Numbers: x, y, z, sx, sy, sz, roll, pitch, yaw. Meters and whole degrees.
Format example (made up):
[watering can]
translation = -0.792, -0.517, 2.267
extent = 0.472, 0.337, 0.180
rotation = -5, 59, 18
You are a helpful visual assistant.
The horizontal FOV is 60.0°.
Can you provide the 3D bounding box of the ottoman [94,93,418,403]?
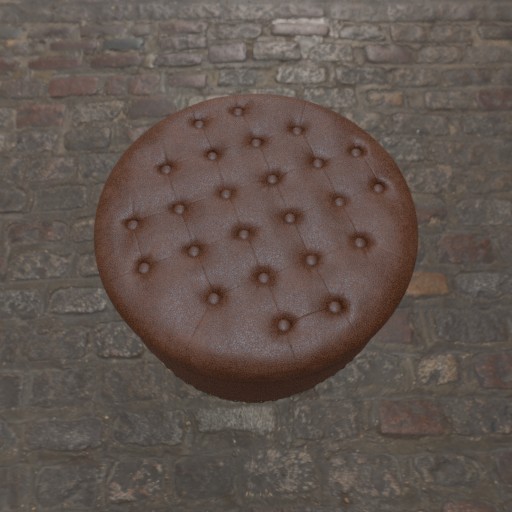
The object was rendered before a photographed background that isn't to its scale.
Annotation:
[ottoman]
translation = 0.000, 0.000, 1.043
extent = 0.637, 0.442, 0.637
rotation = 0, 64, 0
